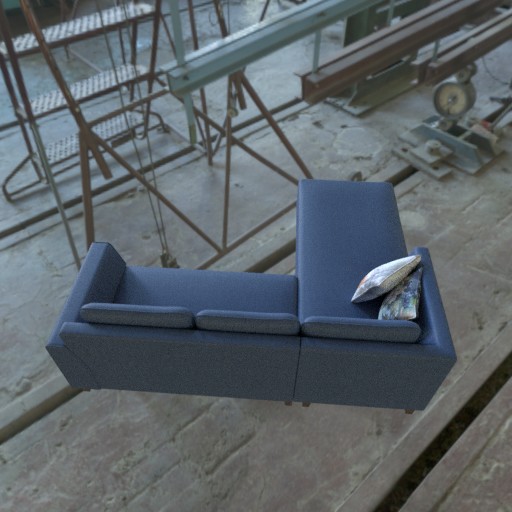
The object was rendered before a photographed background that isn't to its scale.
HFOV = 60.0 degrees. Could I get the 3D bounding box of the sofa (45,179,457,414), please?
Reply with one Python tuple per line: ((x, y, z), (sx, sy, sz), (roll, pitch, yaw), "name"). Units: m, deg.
((0.000, 0.000, 3.061), (2.120, 0.787, 1.829), (3, 47, 3), "sofa")
